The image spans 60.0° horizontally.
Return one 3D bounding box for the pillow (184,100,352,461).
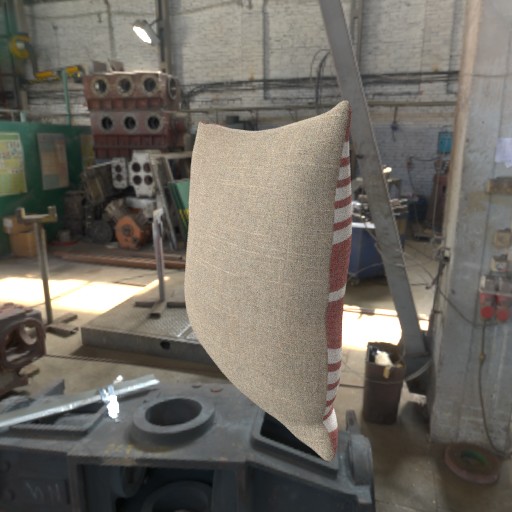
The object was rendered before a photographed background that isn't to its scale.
[{"bbox_3d":[0.000,0.000,0.685,0.182,0.427,0.439,-8,17,-27],"label":"pillow"}]
